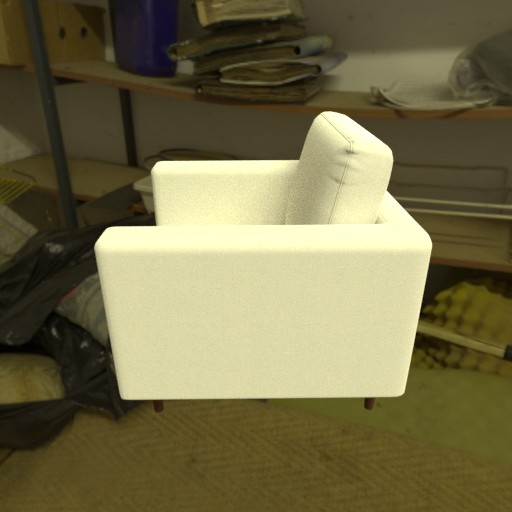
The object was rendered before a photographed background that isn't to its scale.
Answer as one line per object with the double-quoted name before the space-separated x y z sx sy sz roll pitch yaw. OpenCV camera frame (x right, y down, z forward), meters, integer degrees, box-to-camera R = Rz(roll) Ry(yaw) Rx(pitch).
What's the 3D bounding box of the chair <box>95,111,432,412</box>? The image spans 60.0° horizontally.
"chair" 0.000 0.000 1.546 0.879 0.899 0.831 0 26 -1
